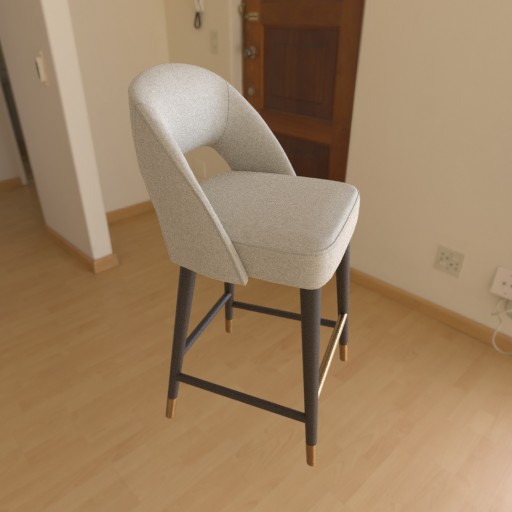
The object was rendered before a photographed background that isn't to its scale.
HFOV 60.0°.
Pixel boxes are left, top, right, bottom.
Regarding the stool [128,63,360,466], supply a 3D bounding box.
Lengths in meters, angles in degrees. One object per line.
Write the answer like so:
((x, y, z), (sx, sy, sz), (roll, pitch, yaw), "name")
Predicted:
((0.000, 0.000, 1.200), (0.509, 0.940, 0.494), (11, 31, 18), "stool")
